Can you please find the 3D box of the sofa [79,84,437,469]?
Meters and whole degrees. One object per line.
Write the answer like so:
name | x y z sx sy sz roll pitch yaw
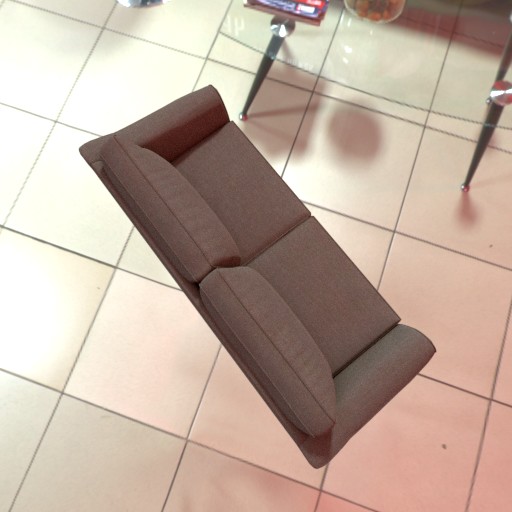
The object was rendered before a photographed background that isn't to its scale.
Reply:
sofa | 0.000 0.000 2.785 0.986 0.906 2.270 -37 79 -8
